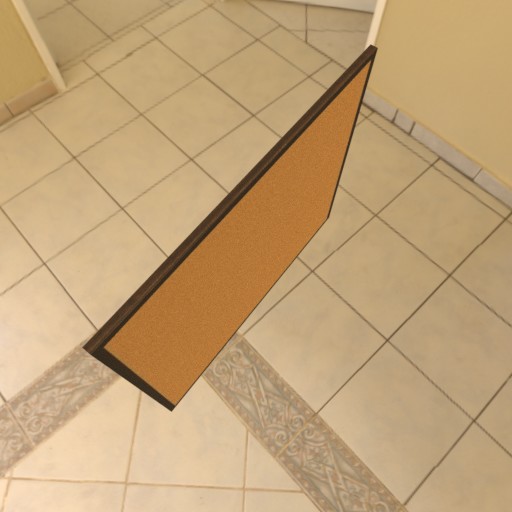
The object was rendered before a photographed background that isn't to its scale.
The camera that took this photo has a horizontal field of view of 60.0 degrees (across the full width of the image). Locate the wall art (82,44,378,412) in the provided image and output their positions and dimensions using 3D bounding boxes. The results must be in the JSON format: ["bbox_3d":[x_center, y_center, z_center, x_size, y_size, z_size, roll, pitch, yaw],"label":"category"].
[{"bbox_3d":[0.000,0.000,1.396,0.023,0.875,1.033,35,69,15],"label":"wall art"}]
